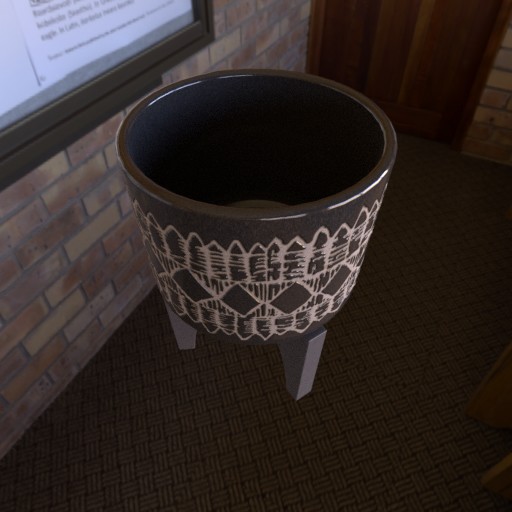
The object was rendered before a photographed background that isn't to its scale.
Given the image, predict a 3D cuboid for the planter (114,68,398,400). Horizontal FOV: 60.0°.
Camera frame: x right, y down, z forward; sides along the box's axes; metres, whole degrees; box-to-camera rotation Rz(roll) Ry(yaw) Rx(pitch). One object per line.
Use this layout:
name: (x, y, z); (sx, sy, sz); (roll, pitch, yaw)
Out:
planter: (0.000, 0.000, 0.407); (0.196, 0.264, 0.196); (-3, 46, -3)
